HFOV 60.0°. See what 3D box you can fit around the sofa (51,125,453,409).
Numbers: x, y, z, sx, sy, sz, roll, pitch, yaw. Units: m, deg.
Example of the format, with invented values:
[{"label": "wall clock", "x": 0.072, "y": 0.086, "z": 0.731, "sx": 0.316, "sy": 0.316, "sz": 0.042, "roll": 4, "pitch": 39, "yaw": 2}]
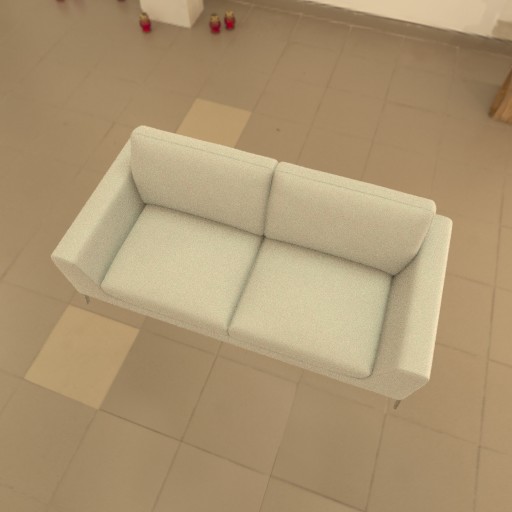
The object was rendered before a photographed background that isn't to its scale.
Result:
[{"label": "sofa", "x": 0.000, "y": 0.000, "z": 2.546, "sx": 2.017, "sy": 0.875, "sz": 0.953, "roll": 17, "pitch": 61, "yaw": 10}]
